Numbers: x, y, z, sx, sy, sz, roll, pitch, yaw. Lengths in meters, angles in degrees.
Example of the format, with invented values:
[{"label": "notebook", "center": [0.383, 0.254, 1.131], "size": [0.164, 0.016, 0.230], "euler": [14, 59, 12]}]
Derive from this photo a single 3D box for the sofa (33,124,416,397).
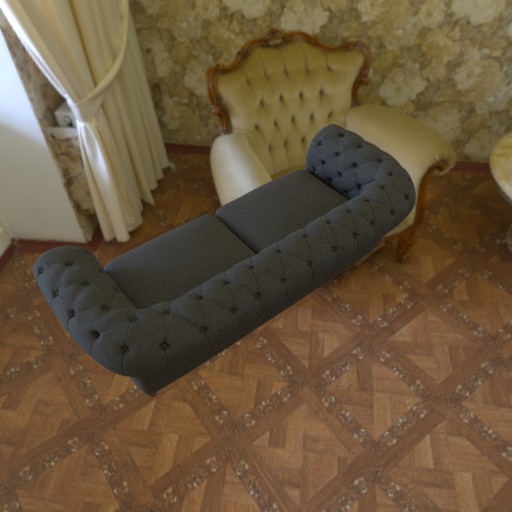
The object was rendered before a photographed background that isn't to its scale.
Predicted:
[{"label": "sofa", "center": [0.000, 0.000, 2.828], "size": [2.362, 0.762, 0.991], "euler": [-30, 53, -26]}]
